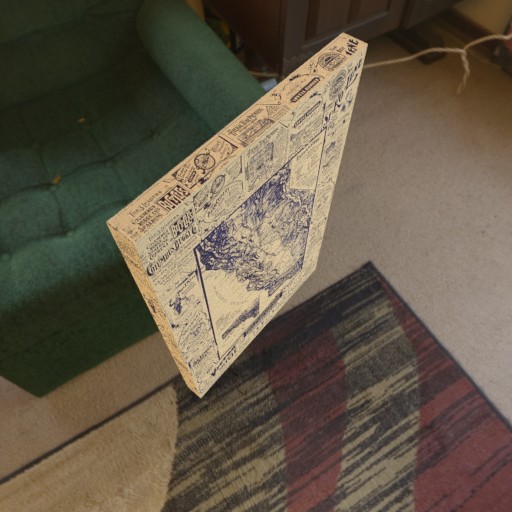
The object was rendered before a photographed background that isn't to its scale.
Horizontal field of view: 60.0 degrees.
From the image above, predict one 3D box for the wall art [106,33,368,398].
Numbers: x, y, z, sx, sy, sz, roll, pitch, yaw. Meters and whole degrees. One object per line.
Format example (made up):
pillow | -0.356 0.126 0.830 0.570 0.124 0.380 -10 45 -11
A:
wall art | 0.000 0.000 0.763 0.040 0.601 0.408 36 65 19
